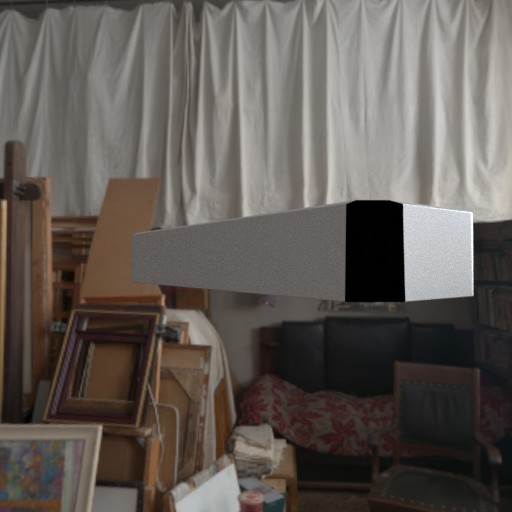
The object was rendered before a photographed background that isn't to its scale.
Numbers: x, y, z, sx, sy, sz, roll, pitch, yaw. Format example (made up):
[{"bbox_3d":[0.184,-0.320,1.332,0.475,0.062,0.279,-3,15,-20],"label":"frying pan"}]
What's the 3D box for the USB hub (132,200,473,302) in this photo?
[{"bbox_3d":[0.000,0.000,0.165,0.044,0.023,0.145,1,-1,-36],"label":"USB hub"}]
